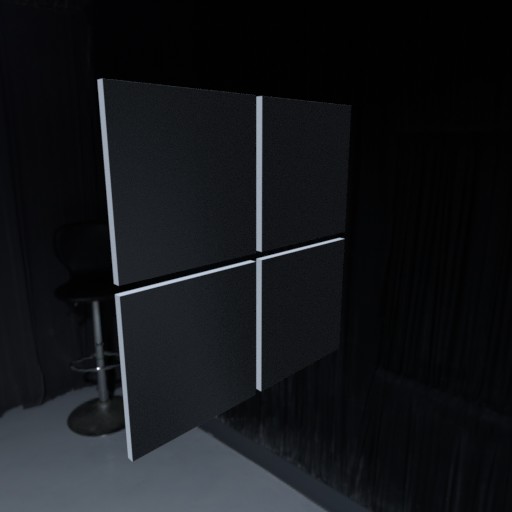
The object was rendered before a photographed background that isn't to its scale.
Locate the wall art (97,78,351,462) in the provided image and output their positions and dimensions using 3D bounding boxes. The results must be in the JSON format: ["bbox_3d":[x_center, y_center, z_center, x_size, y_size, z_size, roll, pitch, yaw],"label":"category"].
[{"bbox_3d":[0.000,0.000,1.639,0.029,1.118,1.118,14,19,43],"label":"wall art"}]
